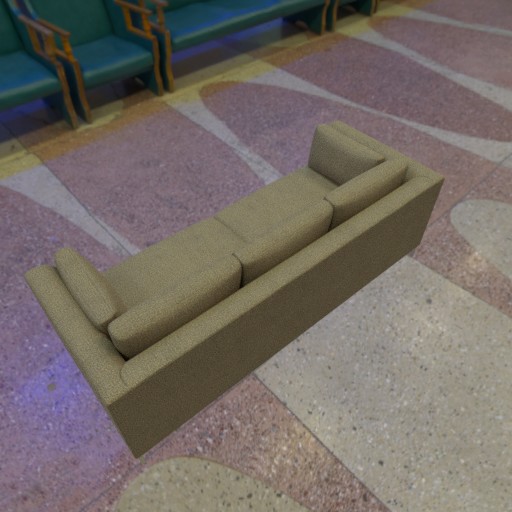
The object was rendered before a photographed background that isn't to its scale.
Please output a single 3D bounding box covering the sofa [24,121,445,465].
[{"bbox_3d":[0.000,0.000,2.829,2.415,0.867,0.969,-31,54,-26],"label":"sofa"}]
